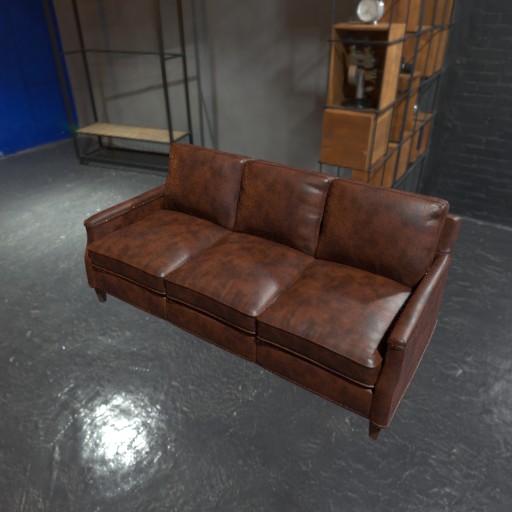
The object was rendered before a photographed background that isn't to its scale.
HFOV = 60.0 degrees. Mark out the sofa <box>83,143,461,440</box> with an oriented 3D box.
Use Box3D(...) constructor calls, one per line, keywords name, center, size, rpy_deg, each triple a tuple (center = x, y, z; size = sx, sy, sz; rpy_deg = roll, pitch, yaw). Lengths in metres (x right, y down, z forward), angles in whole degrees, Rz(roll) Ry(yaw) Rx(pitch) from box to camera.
Box3D(name="sofa", center=(0.000, 0.000, 2.876), size=(2.240, 1.003, 1.084), rpy_deg=(19, 36, 28))
